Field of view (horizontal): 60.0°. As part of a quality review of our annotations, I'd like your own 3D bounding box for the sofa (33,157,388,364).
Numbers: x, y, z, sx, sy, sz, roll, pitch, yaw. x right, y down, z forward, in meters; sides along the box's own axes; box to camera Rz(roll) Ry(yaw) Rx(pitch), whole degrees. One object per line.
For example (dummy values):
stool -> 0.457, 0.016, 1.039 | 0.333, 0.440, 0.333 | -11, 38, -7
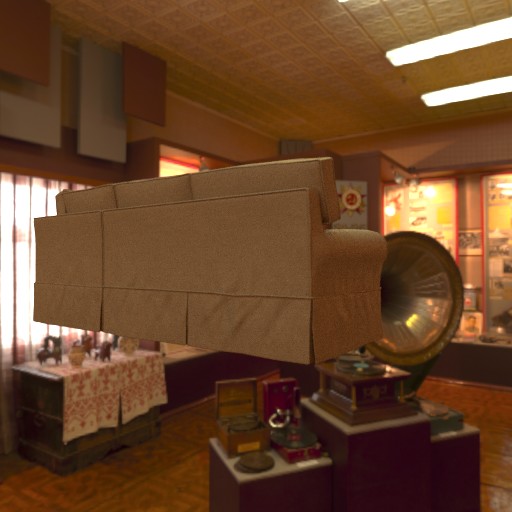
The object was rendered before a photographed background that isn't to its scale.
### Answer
sofa -> 0.000, 0.000, 3.886 | 2.618, 1.081, 2.623 | 0, -1, 36
